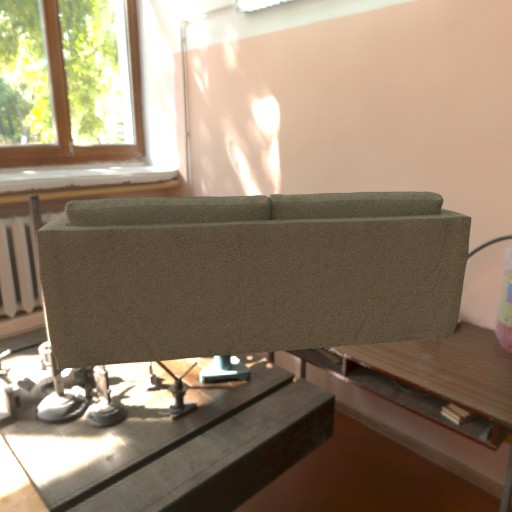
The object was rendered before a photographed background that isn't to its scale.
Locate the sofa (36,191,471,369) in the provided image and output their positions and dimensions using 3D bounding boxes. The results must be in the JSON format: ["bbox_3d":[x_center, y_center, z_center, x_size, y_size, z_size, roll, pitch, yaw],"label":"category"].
[{"bbox_3d":[0.000,0.000,2.763,2.296,0.847,0.956,-3,16,-9],"label":"sofa"}]
